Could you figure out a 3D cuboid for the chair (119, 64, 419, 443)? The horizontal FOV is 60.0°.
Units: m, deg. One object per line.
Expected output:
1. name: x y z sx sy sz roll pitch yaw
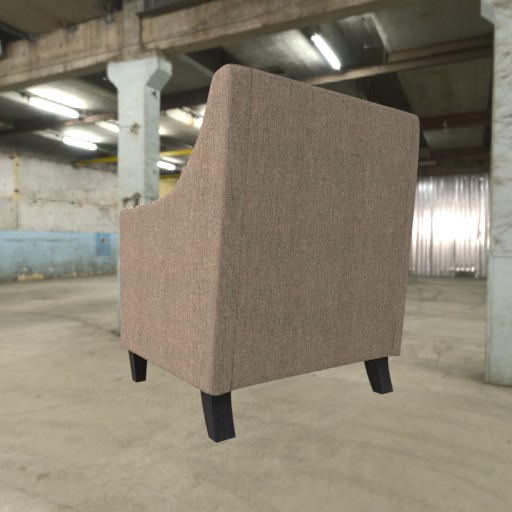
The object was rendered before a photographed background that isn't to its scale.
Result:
1. chair: 0.000 0.000 1.638 0.776 0.967 0.884 -1 1 -35
